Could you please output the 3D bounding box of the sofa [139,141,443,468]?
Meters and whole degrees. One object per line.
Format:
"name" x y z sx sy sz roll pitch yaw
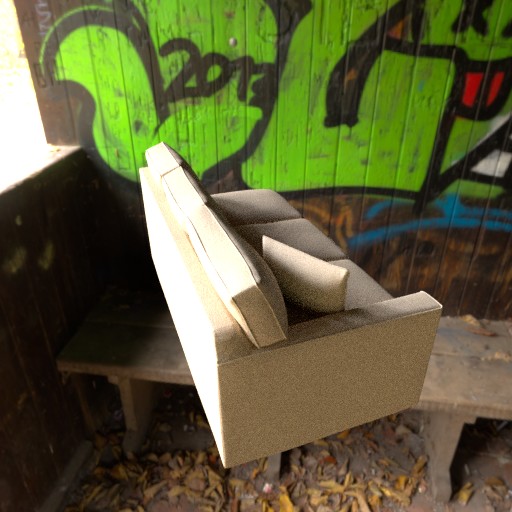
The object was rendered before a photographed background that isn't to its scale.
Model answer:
"sofa" 0.000 0.000 2.602 1.034 0.946 1.962 -10 31 -18
